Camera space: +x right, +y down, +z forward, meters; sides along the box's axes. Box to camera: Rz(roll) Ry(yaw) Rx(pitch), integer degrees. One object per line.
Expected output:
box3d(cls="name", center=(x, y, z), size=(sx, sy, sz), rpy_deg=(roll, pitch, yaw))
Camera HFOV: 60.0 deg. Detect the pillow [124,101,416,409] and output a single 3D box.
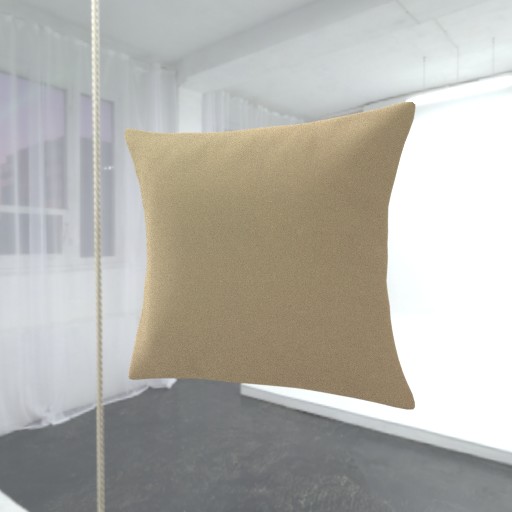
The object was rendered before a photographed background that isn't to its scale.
box3d(cls="pillow", center=(0.000, 0.000, 0.814), size=(0.552, 0.508, 0.166), rpy_deg=(0, 1, 18))
